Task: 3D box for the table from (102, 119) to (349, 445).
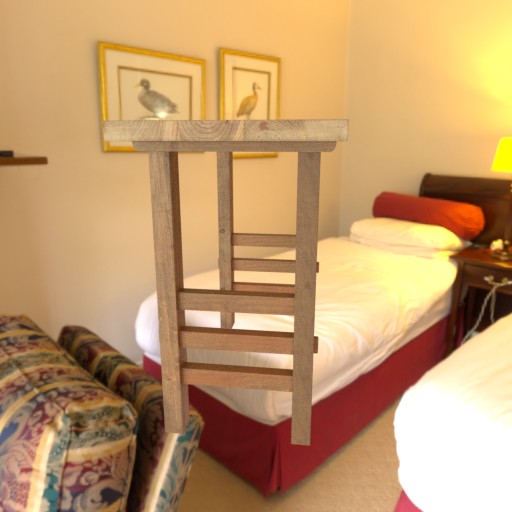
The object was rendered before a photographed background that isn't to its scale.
[{"bbox_3d":[0.000,0.000,1.631,0.556,0.914,1.119,2,15,8],"label":"table"}]
